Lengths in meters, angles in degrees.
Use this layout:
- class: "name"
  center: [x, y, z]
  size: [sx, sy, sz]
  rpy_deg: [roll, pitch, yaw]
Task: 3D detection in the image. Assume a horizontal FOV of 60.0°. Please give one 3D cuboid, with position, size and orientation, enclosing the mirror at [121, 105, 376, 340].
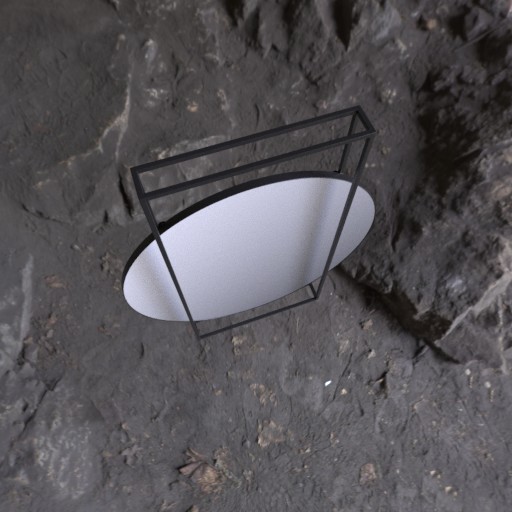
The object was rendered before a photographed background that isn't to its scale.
- class: "mirror"
  center: [0.000, 0.000, 0.832]
  size: [0.508, 0.603, 0.051]
  rpy_deg: [-18, 65, -9]
